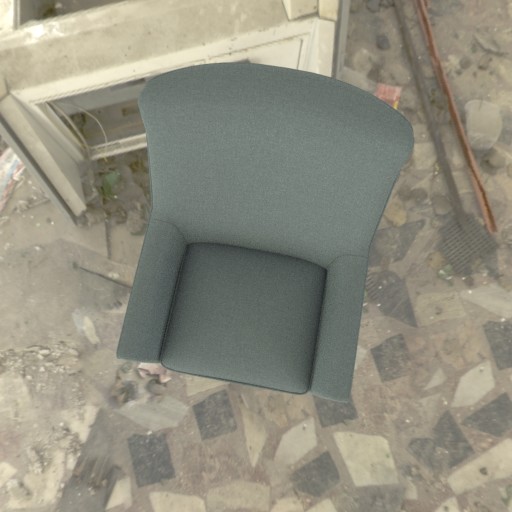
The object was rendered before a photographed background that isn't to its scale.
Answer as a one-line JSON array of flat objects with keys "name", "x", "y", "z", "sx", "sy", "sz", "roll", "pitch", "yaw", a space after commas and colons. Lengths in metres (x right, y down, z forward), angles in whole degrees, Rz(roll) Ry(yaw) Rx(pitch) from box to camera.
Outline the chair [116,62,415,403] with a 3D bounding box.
[{"name": "chair", "x": 0.000, "y": 0.000, "z": 1.548, "sx": 0.756, "sy": 0.916, "sz": 0.879, "roll": 10, "pitch": 76, "yaw": 3}]
